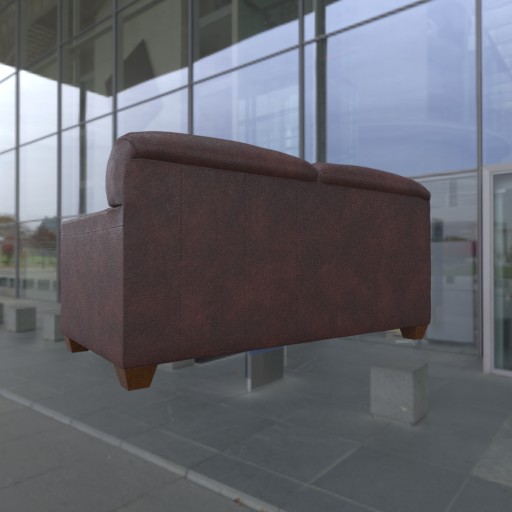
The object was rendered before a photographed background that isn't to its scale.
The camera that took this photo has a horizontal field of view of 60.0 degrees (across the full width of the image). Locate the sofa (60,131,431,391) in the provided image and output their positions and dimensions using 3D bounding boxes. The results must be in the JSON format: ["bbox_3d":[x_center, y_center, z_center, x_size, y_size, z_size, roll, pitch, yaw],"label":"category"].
[{"bbox_3d":[0.000,0.000,2.439,1.856,0.966,1.000,0,-1,-36],"label":"sofa"}]
